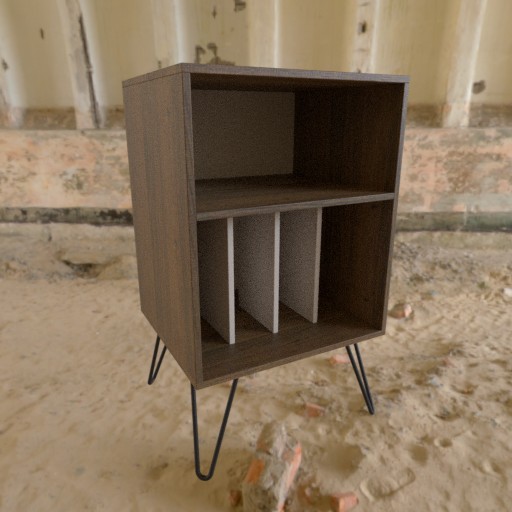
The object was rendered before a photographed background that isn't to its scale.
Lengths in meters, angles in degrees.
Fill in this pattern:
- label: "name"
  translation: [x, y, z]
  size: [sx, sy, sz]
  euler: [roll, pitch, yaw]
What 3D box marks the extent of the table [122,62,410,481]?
- label: "table"
  translation: [0.000, 0.000, 1.163]
  size: [0.526, 0.866, 0.457]
  euler: [-9, 20, -27]
